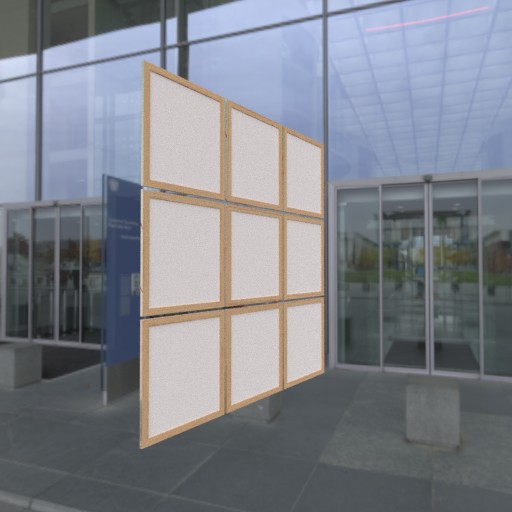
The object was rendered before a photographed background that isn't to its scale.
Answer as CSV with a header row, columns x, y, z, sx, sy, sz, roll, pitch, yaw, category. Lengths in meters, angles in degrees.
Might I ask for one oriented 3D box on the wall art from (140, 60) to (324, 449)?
x,y,z,sx,sy,sz,roll,pitch,yaw,category
0.000,0.000,2.348,0.013,1.523,1.517,-1,-2,36,wall art
